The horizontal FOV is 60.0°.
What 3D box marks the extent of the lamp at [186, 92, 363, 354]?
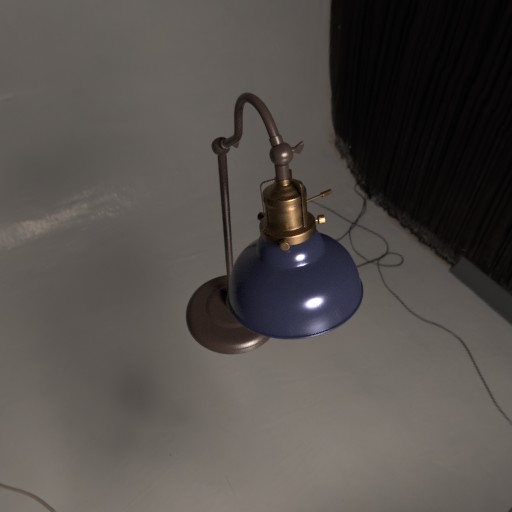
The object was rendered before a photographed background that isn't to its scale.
[{"bbox_3d":[0.000,0.000,0.672,0.192,0.508,0.374,-24,51,-21],"label":"lamp"}]
